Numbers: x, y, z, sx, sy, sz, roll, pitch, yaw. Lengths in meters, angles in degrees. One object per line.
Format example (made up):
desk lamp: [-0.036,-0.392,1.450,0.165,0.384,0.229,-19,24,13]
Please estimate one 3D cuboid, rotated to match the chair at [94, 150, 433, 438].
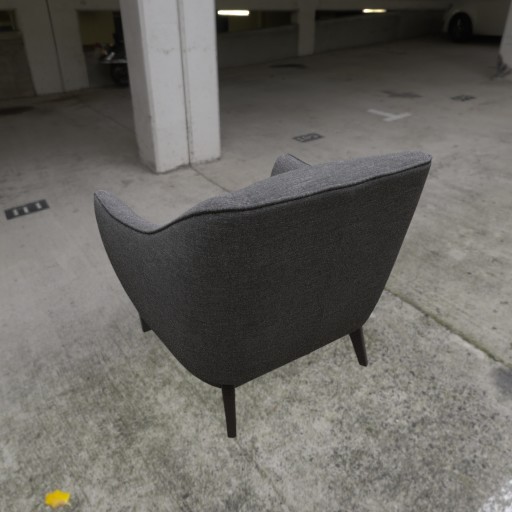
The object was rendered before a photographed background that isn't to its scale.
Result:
chair: [0.000,0.000,1.552,0.870,0.829,0.851,-18,34,-29]
